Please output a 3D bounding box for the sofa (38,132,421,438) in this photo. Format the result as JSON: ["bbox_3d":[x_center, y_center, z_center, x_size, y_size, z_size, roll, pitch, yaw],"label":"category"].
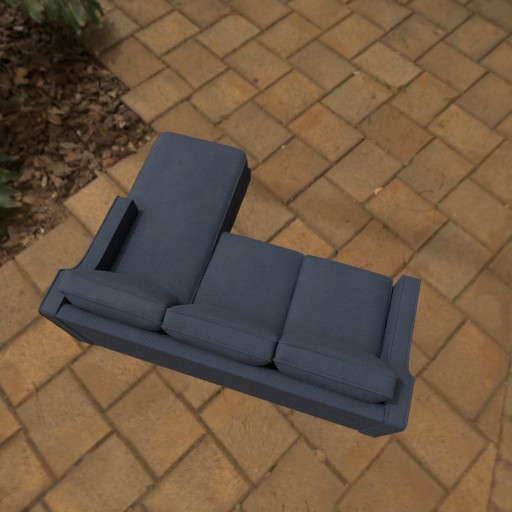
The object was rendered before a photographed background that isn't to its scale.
[{"bbox_3d":[0.000,0.000,3.281,2.317,1.066,1.858,16,65,8],"label":"sofa"}]
